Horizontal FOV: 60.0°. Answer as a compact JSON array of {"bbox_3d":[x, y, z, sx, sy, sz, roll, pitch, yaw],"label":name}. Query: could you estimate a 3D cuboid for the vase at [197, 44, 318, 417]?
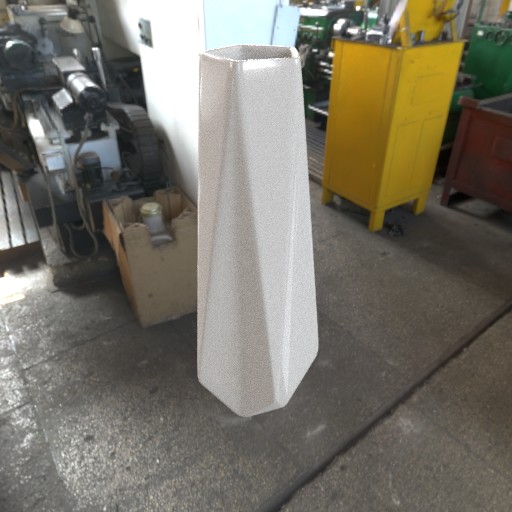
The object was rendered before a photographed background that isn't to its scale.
[{"bbox_3d":[0.000,0.000,0.387,0.122,0.329,0.116,10,35,15],"label":"vase"}]
